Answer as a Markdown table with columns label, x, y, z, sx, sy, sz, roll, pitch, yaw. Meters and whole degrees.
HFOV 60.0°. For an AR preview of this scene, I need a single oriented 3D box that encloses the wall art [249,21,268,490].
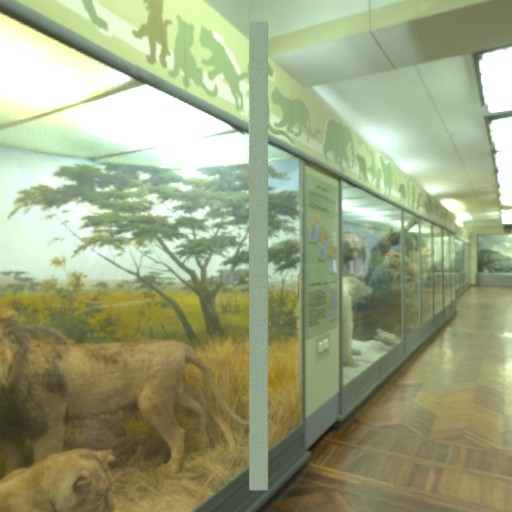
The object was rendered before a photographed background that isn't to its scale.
| label | x | y | z | sx | sy | sz | roll | pitch | yaw |
| --- | --- | --- | --- | --- | --- | --- | --- | --- | --- |
| wall art | 0.000 | 0.000 | 0.776 | 0.025 | 0.608 | 0.405 | 0 | 0 | -1 |
